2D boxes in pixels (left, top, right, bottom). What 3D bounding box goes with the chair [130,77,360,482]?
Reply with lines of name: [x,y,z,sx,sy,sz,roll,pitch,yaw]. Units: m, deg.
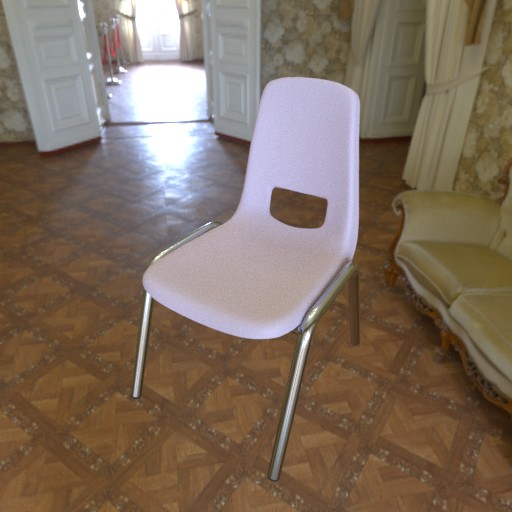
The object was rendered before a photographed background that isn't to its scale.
chair: [0.000,0.000,0.840,0.354,0.586,0.423,18,35,28]
